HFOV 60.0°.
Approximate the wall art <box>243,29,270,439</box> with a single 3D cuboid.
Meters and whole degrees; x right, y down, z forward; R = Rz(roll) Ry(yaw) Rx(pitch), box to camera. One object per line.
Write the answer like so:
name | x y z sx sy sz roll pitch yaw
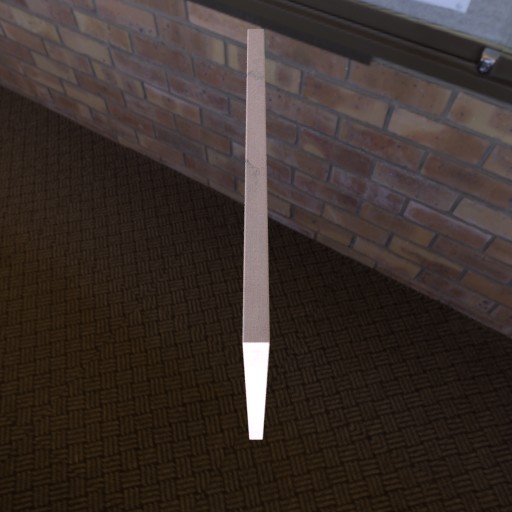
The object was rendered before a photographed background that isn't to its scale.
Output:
wall art | 0.000 0.000 1.145 0.038 0.762 0.762 0 58 0
